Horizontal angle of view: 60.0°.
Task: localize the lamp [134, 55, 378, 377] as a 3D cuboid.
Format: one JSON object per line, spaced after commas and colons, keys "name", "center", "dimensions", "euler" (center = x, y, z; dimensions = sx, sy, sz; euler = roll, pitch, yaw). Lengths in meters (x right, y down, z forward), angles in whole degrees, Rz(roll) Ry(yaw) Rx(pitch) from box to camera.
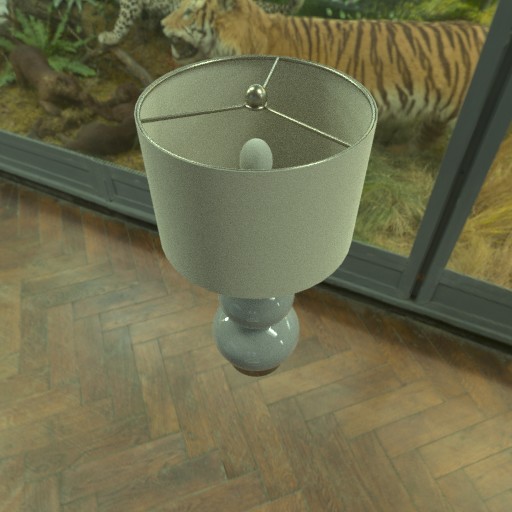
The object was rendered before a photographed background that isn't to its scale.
{"name": "lamp", "center": [0.000, 0.000, 0.921], "dimensions": [0.367, 0.730, 0.367], "euler": [-4, 46, -4]}
